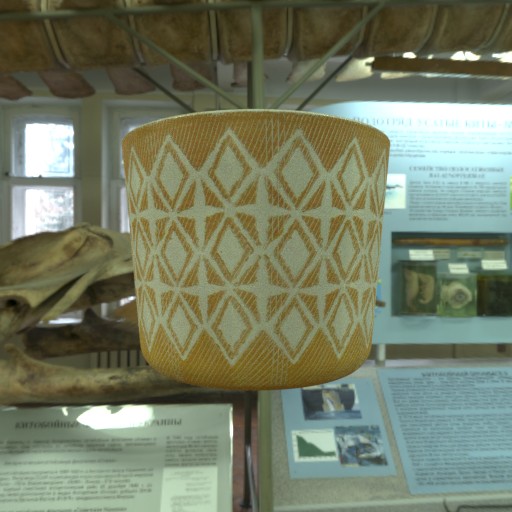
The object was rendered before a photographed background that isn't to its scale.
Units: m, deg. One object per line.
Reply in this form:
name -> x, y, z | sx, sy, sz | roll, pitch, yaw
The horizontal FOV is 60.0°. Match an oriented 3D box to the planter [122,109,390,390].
planter -> 0.000, 0.000, 0.219 | 0.126, 0.104, 0.126 | 0, 0, 0
